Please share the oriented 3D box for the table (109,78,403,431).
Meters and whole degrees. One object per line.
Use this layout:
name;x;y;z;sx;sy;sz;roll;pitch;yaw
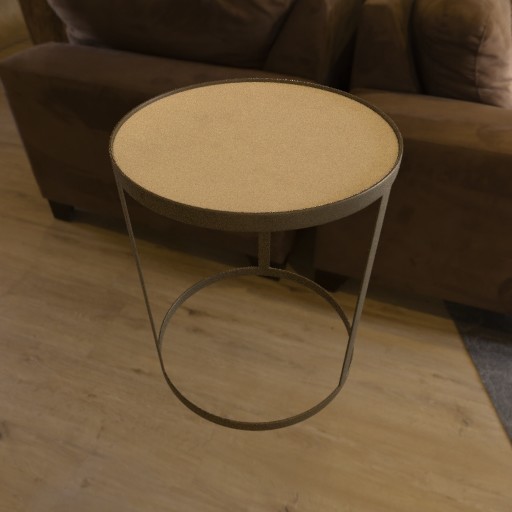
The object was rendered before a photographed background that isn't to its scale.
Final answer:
table;0.000;0.000;0.931;0.480;0.565;0.480;0;41;0
